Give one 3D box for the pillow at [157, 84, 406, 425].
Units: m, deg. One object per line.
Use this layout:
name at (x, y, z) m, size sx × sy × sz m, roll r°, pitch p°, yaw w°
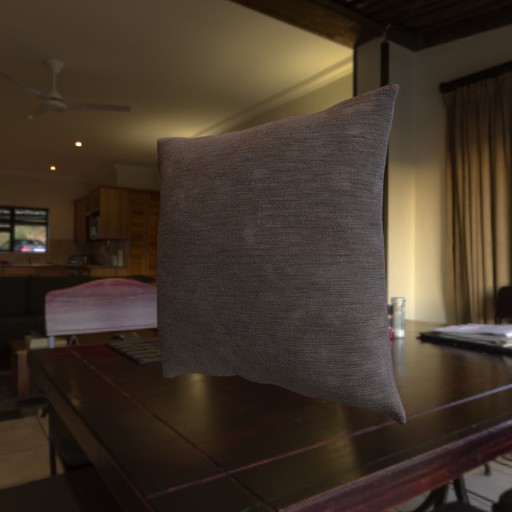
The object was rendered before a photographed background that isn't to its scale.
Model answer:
pillow at (0.000, 0.000, 0.681) m, size 0.452 × 0.439 × 0.204 m, roll -1°, pitch -1°, yaw 37°
